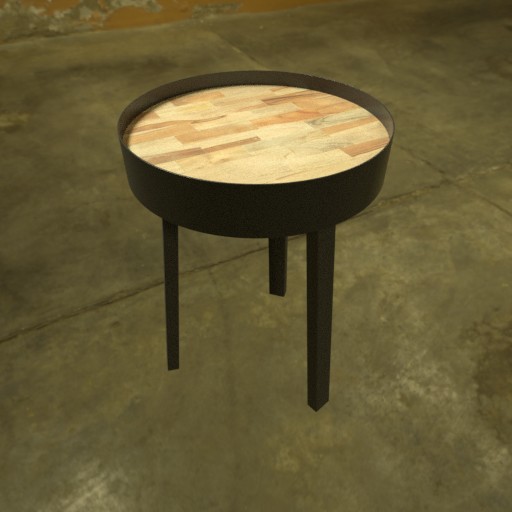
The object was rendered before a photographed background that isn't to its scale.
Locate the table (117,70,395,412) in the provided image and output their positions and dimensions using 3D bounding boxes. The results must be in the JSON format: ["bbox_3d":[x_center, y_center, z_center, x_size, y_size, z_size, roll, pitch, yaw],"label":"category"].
[{"bbox_3d":[0.000,0.000,0.848,0.406,0.559,0.406,0,40,0],"label":"table"}]
